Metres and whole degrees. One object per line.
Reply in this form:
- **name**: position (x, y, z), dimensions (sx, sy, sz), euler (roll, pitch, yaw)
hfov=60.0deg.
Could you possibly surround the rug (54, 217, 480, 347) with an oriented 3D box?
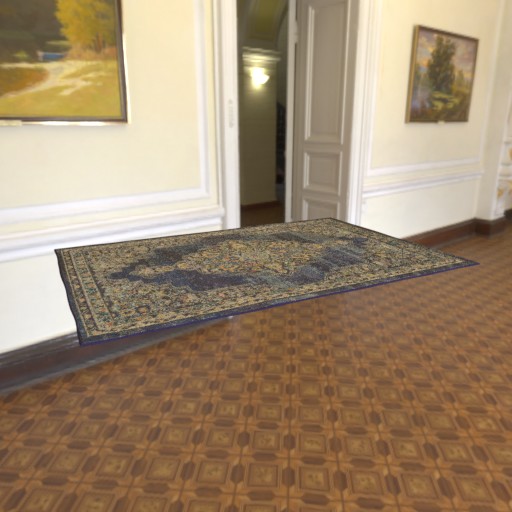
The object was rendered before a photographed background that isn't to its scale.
- **rug**: position (0.000, 0.000, 2.206), dimensions (1.781, 0.012, 1.184), euler (-8, 19, -26)
